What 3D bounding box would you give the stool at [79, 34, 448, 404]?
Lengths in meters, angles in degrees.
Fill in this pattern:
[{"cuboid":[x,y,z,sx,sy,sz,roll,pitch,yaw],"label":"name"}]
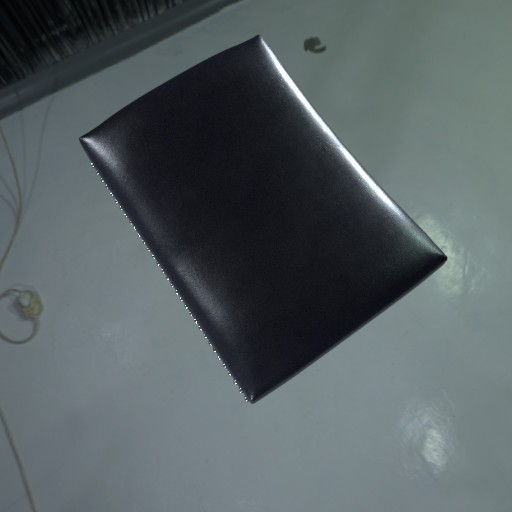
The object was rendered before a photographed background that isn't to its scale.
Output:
[{"cuboid":[0.000,0.000,1.011,0.372,0.742,0.504,-34,77,-9],"label":"stool"}]
